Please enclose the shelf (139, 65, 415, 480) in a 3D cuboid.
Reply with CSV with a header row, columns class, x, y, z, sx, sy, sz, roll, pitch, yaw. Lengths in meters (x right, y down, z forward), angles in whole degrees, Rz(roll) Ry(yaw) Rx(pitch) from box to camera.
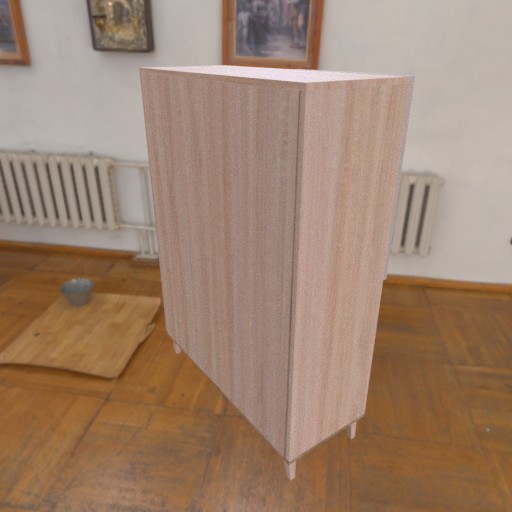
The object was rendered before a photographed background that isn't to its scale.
class,x,y,z,sx,sy,sz,roll,pitch,yaw
shelf,0.000,0.000,1.820,0.434,1.405,0.995,-17,30,-32
